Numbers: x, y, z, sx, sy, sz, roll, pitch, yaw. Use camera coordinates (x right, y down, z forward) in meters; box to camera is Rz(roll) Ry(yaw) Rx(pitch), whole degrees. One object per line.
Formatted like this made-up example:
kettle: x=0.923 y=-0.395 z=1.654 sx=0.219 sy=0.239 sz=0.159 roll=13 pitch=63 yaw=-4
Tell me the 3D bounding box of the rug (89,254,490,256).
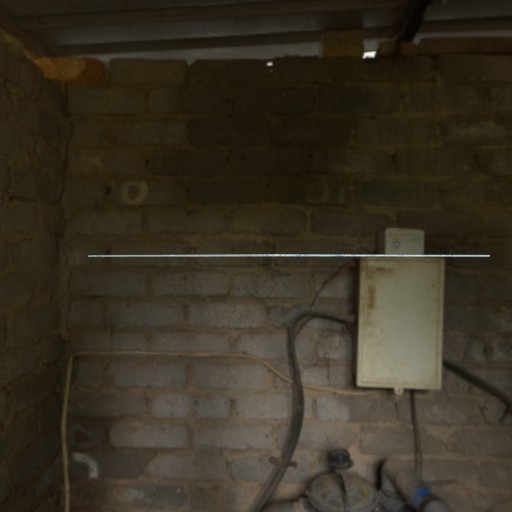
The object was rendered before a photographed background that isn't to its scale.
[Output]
rug: x=0.000 y=0.000 z=2.919 sx=1.522 sy=0.006 sz=2.286 roll=0 pitch=0 yaw=-36
